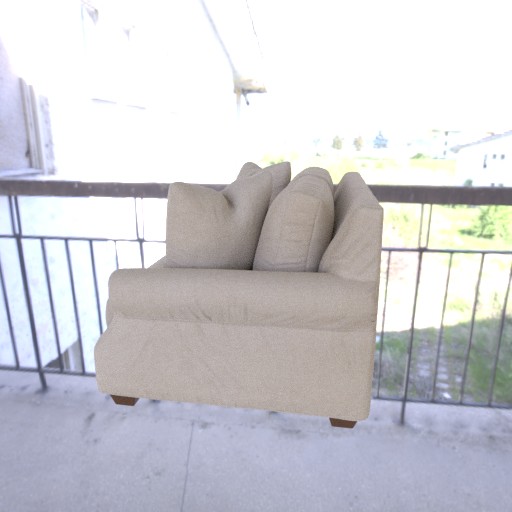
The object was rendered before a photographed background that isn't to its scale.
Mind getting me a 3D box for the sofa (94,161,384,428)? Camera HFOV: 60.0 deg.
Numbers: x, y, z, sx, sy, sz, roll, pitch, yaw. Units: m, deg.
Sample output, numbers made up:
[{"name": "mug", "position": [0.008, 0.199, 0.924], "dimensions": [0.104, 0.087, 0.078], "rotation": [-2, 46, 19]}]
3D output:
[{"name": "sofa", "position": [0.000, 0.000, 2.225], "dimensions": [1.070, 0.905, 1.550], "rotation": [2, 15, 9]}]
